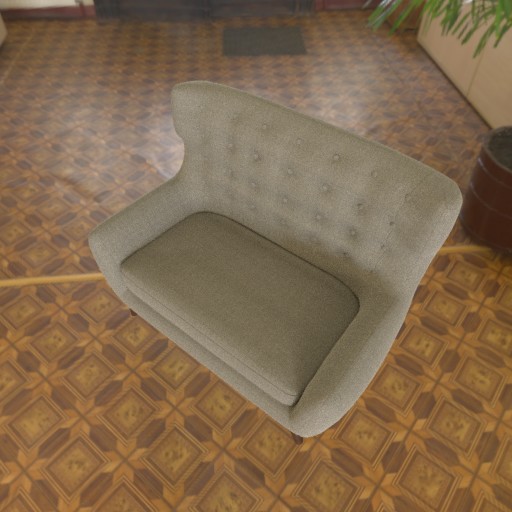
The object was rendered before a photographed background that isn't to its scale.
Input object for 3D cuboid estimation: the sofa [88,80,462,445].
[{"bbox_3d":[0.000,0.000,1.997,1.386,1.028,0.884,31,54,25],"label":"sofa"}]
